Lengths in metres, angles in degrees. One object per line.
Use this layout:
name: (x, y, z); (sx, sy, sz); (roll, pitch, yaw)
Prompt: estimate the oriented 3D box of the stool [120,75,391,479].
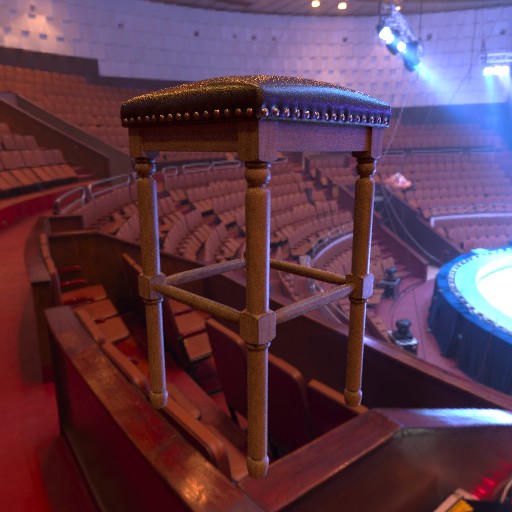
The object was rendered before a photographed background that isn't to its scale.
stool: (0.000, 0.000, 0.938); (0.382, 0.702, 0.383); (13, 19, 43)
